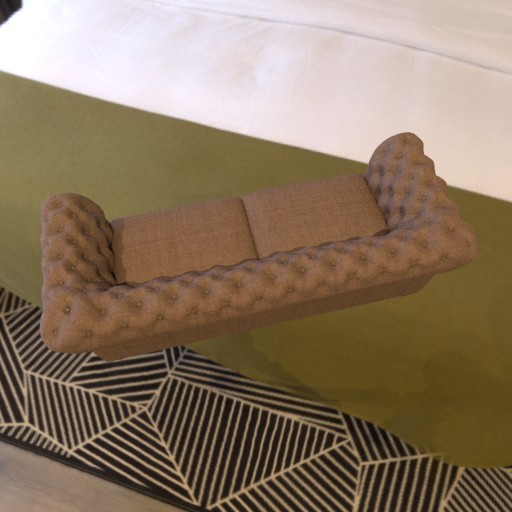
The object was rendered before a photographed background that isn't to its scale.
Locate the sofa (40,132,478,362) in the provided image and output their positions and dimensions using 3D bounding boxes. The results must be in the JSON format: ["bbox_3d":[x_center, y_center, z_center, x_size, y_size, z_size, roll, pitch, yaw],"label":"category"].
[{"bbox_3d":[0.000,0.000,2.742,2.385,0.787,0.944,-12,60,-7],"label":"sofa"}]
